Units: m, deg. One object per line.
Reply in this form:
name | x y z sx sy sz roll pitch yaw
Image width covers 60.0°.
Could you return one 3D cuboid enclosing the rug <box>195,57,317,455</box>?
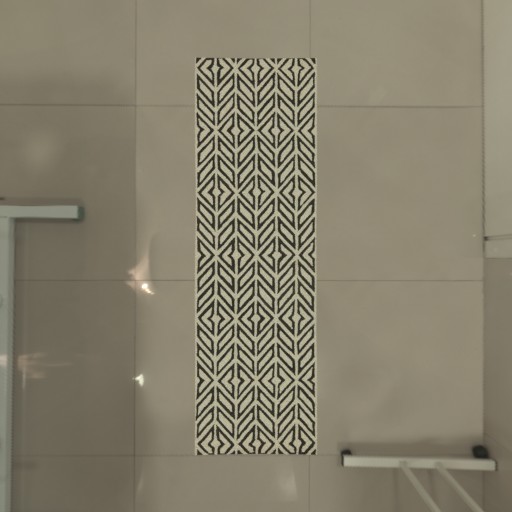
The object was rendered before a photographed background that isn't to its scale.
rug | 0.000 0.000 2.719 0.750 0.009 2.435 0 90 0
